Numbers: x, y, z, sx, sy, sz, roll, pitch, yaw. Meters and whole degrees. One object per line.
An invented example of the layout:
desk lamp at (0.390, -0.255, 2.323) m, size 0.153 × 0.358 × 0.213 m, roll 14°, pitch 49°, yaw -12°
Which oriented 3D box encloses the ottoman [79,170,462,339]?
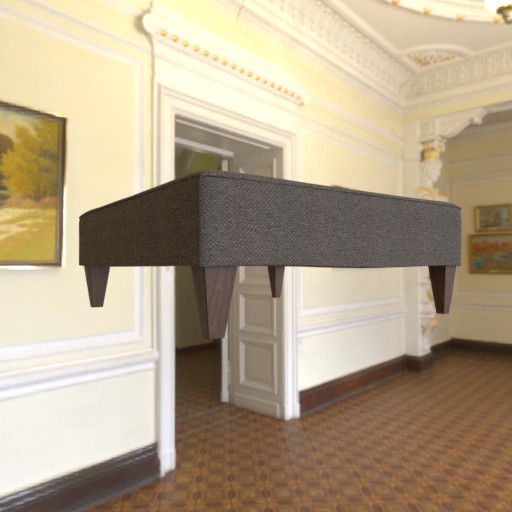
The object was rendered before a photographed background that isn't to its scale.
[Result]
ottoman at (0.000, 0.000, 1.549) m, size 0.970 × 0.378 × 0.981 m, roll 1°, pitch -2°, yaw -35°
